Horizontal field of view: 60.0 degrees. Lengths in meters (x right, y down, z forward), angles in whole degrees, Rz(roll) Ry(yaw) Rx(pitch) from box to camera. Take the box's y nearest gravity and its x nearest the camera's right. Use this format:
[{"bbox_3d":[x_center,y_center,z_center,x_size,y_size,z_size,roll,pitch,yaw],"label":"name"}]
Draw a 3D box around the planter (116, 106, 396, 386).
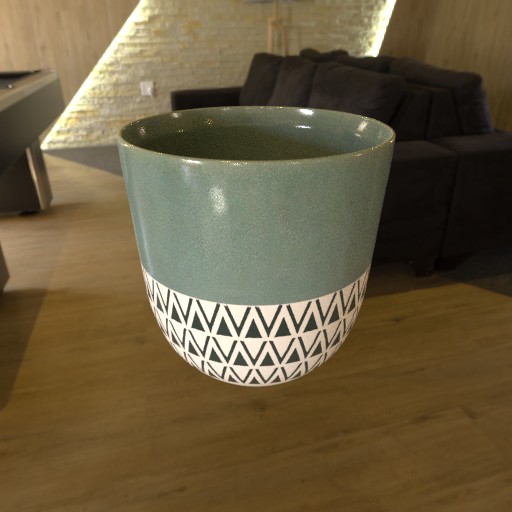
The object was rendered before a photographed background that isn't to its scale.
[{"bbox_3d":[0.000,0.000,0.375,0.198,0.214,0.198,0,27,0],"label":"planter"}]
